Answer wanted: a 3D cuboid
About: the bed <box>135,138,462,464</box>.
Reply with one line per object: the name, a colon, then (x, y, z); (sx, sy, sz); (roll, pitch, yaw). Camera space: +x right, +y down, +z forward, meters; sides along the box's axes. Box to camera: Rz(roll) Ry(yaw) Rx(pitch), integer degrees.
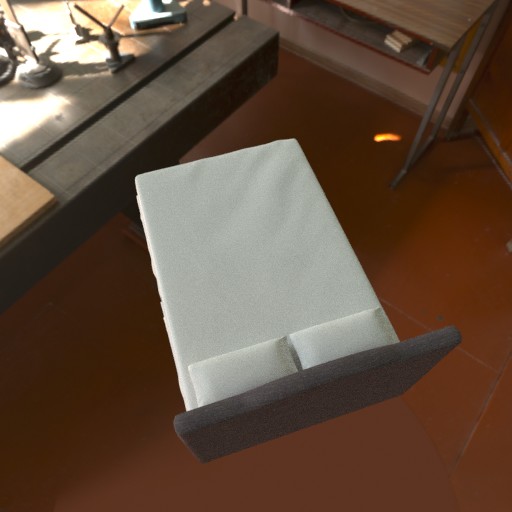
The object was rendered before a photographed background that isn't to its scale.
bed: (0.000, 0.000, 3.538); (1.741, 1.441, 2.507); (-15, 60, -9)
